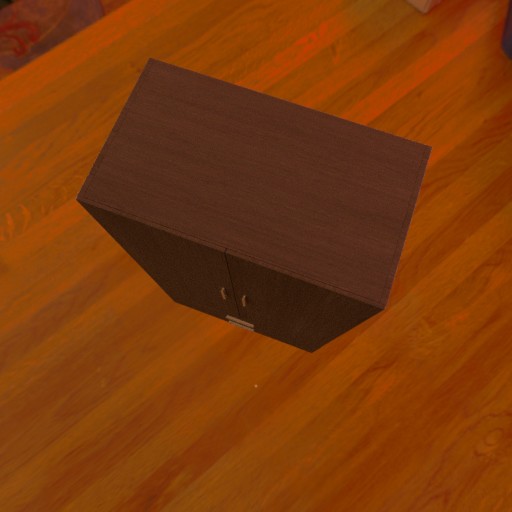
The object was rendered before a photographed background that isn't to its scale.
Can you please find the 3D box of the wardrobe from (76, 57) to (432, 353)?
[{"bbox_3d":[0.000,0.000,2.256,0.991,1.808,0.577,20,75,6],"label":"wardrobe"}]
